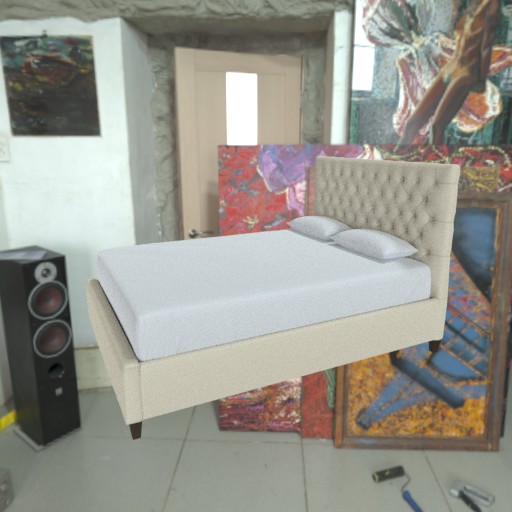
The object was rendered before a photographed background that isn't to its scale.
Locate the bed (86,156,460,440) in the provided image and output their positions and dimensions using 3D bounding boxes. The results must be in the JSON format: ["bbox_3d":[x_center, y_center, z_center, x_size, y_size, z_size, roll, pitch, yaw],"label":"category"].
[{"bbox_3d":[0.000,0.000,3.451,2.387,1.427,1.698,-7,17,-26],"label":"bed"}]
